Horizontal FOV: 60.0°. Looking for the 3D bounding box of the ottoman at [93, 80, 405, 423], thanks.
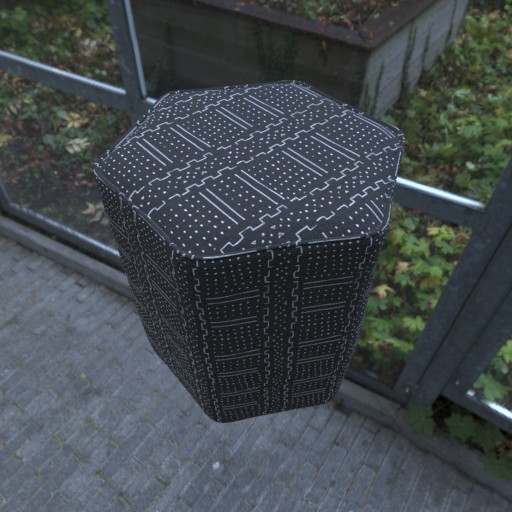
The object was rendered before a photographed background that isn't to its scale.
[{"bbox_3d":[0.000,0.000,0.857,0.443,0.502,0.494,-33,55,-27],"label":"ottoman"}]
